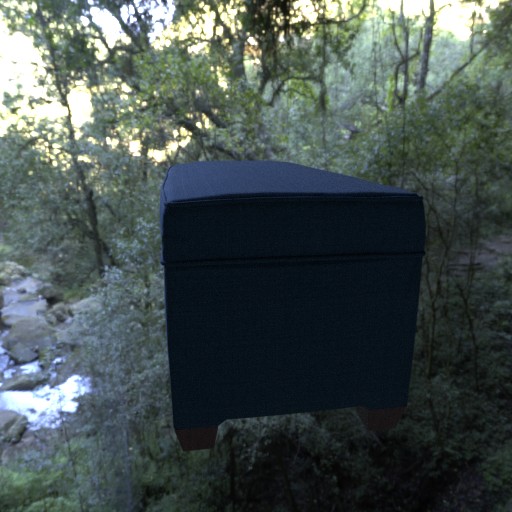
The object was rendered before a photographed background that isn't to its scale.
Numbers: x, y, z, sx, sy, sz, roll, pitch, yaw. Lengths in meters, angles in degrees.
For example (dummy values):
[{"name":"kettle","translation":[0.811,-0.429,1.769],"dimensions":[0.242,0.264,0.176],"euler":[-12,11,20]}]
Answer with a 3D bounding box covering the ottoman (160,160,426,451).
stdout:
[{"name":"ottoman","translation":[0.000,0.000,1.189],"dimensions":[0.474,0.474,0.943],"euler":[-3,16,-9]}]
